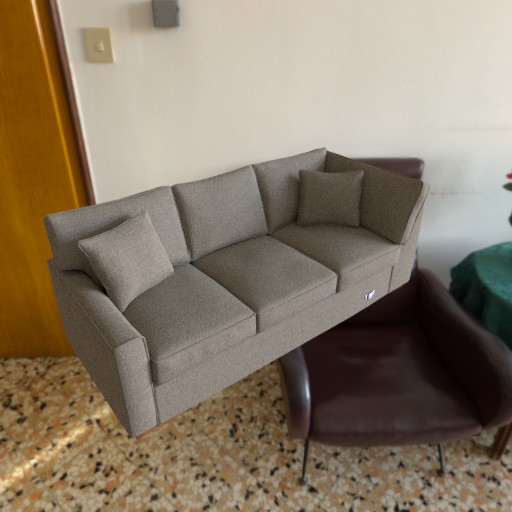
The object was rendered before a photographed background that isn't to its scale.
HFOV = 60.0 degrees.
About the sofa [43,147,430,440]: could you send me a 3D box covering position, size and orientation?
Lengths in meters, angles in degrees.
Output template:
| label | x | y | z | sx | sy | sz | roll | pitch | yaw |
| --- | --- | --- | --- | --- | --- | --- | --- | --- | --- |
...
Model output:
| label | x | y | z | sx | sy | sz | roll | pitch | yaw |
| --- | --- | --- | --- | --- | --- | --- | --- | --- | --- |
| sofa | 0.000 | 0.000 | 2.914 | 2.317 | 0.962 | 1.061 | -21 | 36 | -33 |
